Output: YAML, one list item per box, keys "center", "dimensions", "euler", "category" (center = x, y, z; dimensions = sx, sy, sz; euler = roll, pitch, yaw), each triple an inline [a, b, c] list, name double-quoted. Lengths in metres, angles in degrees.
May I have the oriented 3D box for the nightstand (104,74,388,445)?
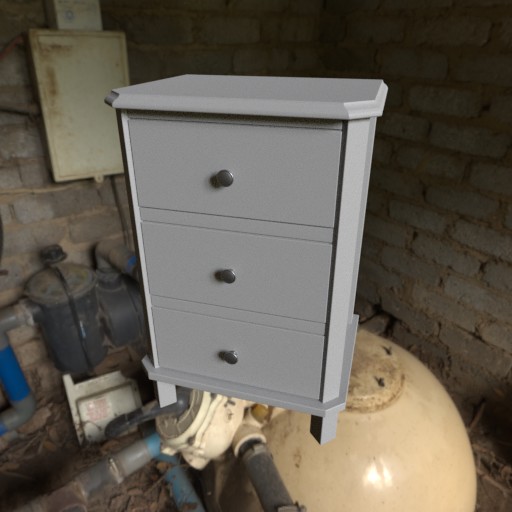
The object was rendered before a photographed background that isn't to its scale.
- center: [0.000, 0.000, 0.944]
  dimensions: [0.450, 0.680, 0.350]
  euler: [8, 28, 14]
  category: "nightstand"
